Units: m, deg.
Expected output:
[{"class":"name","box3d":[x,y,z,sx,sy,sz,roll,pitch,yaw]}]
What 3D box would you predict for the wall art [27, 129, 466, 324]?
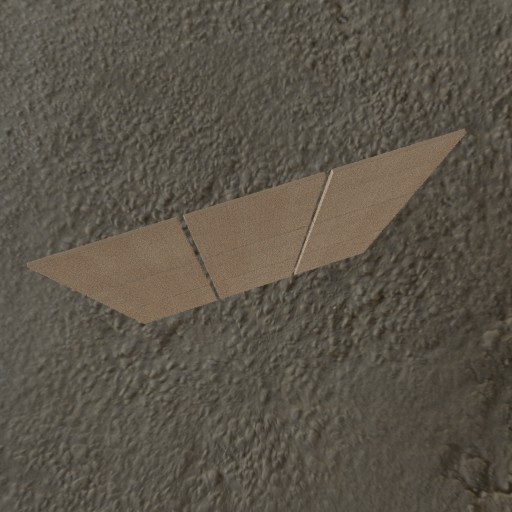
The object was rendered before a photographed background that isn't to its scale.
[{"class":"wall art","box3d":[0.000,0.000,1.759,1.219,1.218,0.013,-18,75,-5]}]
